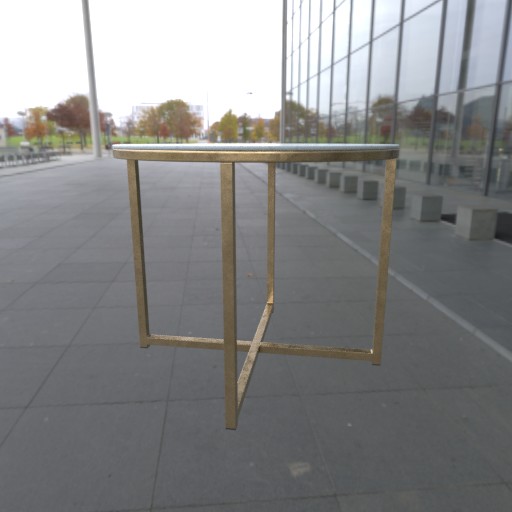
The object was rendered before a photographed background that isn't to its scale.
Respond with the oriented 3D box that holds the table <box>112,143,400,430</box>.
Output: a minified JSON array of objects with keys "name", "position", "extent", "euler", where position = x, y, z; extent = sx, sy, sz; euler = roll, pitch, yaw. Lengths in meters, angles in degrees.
[{"name":"table","position":[0.000,0.000,0.860],"extent":[0.500,0.420,0.500],"euler":[0,15,0]}]
